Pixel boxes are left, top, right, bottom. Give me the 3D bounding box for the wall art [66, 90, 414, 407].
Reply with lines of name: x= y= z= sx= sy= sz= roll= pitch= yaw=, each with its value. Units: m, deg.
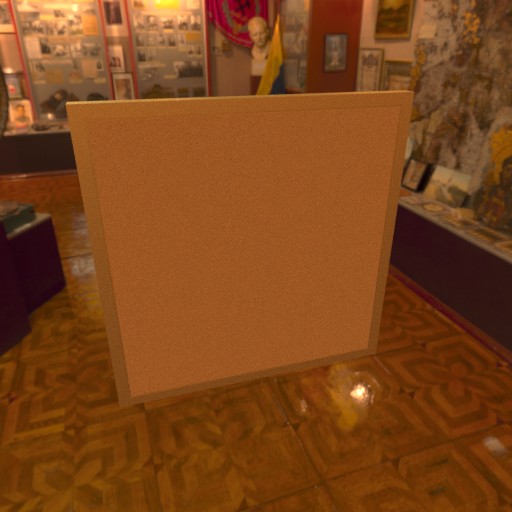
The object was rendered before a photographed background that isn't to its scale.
wall art: x=0.000 y=0.000 z=2.828 sx=1.926 sy=1.926 sz=0.099 roll=-8 pitch=27 yaw=-15
